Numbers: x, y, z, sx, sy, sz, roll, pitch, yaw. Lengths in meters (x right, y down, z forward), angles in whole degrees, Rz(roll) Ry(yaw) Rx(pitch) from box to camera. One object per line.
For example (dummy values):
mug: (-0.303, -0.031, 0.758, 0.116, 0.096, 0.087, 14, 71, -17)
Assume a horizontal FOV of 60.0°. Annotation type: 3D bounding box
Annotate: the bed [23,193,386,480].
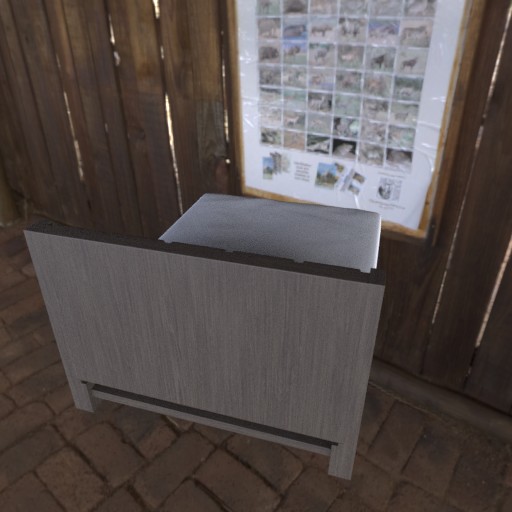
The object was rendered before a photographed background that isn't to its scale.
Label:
bed: (0.000, 0.000, 3.216, 1.727, 1.270, 2.242, 8, 31, 14)
